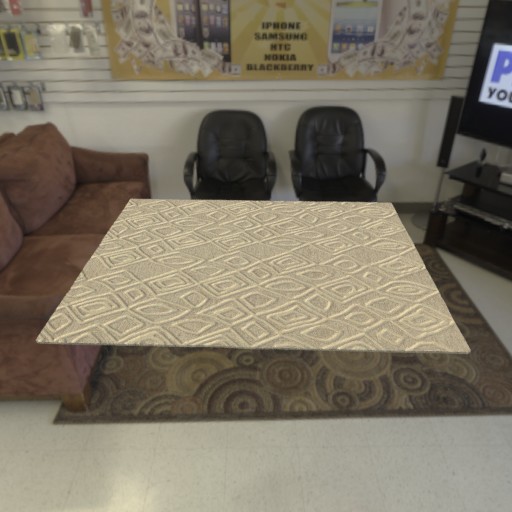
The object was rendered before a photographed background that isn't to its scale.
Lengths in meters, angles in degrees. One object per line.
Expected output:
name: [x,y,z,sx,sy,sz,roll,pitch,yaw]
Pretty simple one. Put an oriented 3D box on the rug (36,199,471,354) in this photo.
rug: [0.000,0.000,4.120,3.049,0.025,2.449,1,32,2]
